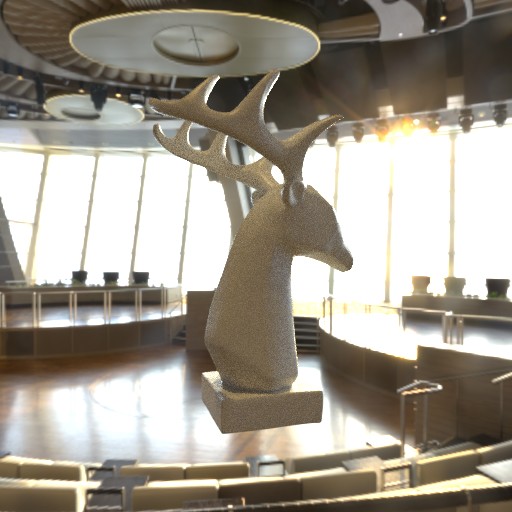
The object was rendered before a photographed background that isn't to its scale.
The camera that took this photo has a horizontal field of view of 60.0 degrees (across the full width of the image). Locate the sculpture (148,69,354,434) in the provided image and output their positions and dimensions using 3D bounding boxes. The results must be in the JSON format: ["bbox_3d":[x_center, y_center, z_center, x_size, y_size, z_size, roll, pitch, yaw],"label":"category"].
[{"bbox_3d":[0.000,0.000,0.467,0.224,0.329,0.174,0,0,-17],"label":"sculpture"}]
